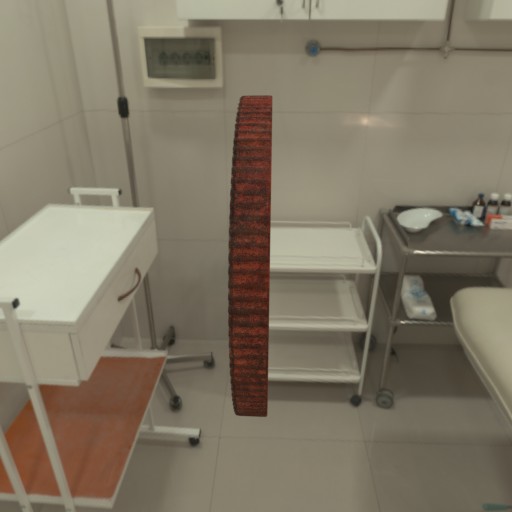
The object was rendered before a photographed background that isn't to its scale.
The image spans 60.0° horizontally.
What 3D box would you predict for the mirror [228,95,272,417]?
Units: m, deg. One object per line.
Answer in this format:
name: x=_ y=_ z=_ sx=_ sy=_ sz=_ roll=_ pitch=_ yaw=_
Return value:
mirror: x=0.000 y=0.000 z=0.894 sx=0.056 sy=0.609 sz=0.609 roll=1 pitch=28 yaw=2
